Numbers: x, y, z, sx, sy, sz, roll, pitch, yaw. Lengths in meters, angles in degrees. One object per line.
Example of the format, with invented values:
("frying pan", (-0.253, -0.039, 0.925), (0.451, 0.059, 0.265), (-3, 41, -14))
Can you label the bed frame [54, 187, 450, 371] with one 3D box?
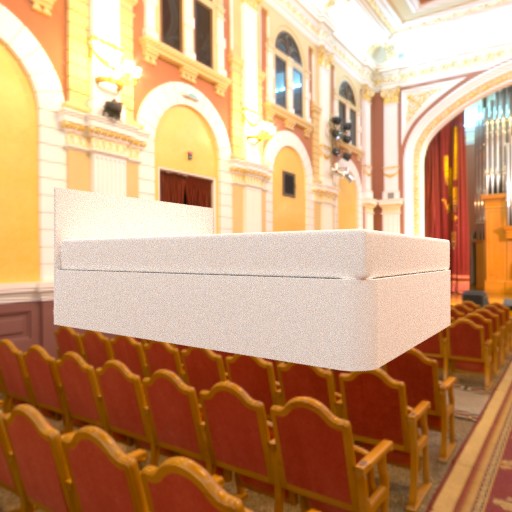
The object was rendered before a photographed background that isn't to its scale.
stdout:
("bed frame", (0.000, 0.000, 2.614), (1.900, 0.800, 1.400), (0, 0, 35))
